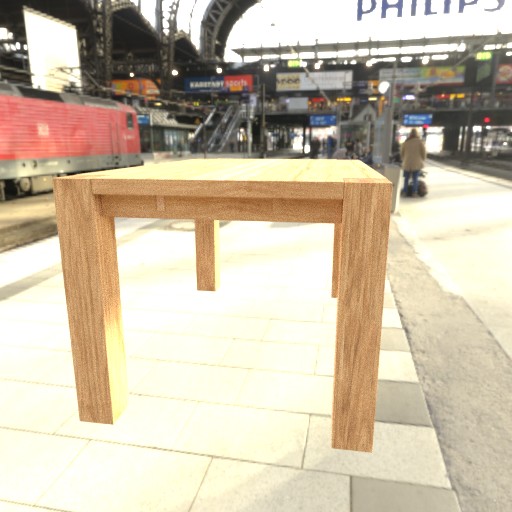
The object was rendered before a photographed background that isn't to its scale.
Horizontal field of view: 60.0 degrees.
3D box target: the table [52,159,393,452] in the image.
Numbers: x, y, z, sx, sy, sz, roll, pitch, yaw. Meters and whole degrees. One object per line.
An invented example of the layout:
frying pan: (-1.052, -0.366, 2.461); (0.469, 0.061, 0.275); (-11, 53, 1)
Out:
table: (0.000, 0.000, 1.900); (0.900, 0.760, 1.400); (2, 15, 9)
